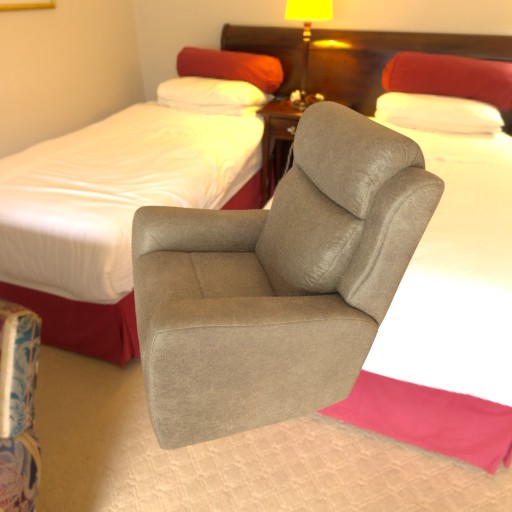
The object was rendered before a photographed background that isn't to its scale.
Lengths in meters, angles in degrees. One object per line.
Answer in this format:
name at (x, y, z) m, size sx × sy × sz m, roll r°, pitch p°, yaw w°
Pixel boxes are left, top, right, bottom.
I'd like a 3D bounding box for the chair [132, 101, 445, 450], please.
chair at (0.000, 0.000, 1.898) m, size 1.068 × 1.116 × 0.965 m, roll -9°, pitch 33°, yaw -14°
